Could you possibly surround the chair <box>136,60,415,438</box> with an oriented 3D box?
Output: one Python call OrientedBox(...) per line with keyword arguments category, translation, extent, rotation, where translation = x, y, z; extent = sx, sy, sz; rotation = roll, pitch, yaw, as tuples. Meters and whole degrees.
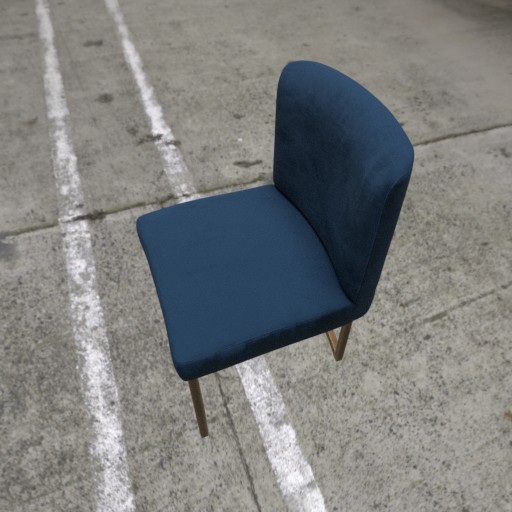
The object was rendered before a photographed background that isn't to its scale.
OrientedBox(category="chair", translation=(0.000, 0.000, 1.179), extent=(0.560, 0.824, 0.530), rotation=(-15, 49, -14))
